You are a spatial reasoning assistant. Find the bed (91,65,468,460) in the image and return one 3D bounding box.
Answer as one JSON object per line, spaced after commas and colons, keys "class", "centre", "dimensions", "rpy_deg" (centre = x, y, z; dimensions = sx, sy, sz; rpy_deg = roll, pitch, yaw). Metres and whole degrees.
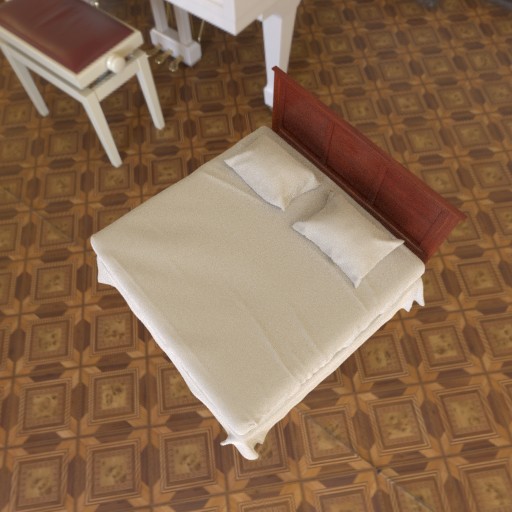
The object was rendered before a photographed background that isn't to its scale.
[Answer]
{"class": "bed", "centre": [0.000, 0.000, 3.634], "dimensions": [2.219, 1.271, 2.314], "rpy_deg": [-37, 68, -17]}
